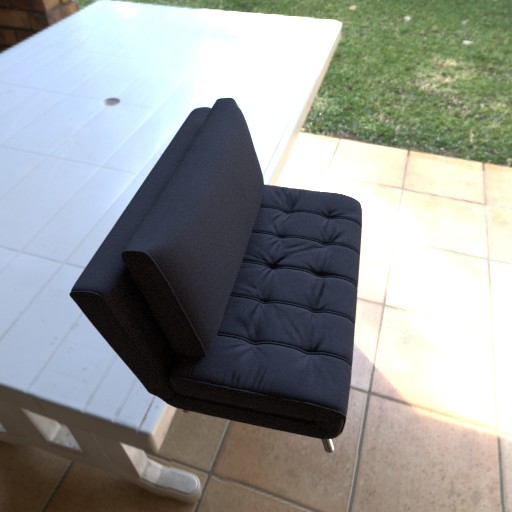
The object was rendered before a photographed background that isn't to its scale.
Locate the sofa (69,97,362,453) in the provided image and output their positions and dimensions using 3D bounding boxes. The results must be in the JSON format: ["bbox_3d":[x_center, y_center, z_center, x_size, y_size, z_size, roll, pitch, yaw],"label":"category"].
[{"bbox_3d":[0.000,0.000,1.913,0.910,0.910,1.220,9,46,9],"label":"sofa"}]
